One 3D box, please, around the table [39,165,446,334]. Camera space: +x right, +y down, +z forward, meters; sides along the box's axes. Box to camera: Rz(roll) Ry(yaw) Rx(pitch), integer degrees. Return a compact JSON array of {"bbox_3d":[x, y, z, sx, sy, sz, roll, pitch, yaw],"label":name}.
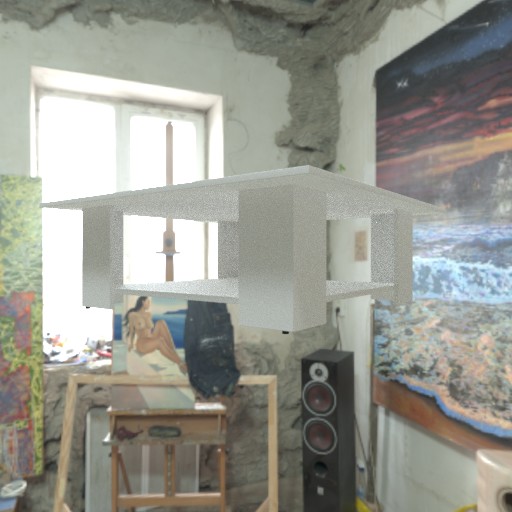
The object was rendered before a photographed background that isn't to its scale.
[{"bbox_3d":[0.000,0.000,1.362,0.890,0.305,0.890,0,0,37],"label":"table"}]
